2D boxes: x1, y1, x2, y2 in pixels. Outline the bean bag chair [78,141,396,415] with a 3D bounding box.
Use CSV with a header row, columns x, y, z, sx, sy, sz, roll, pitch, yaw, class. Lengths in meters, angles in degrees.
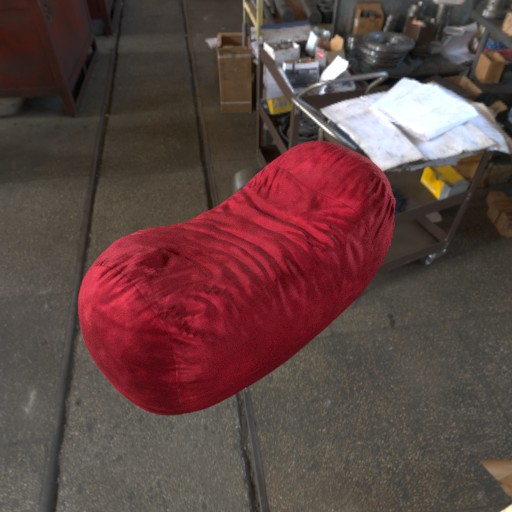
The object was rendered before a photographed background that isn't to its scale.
x,y,z,sx,sy,sz,roll,pitch,yaw,class
0.000,0.000,2.881,2.293,0.867,1.216,-34,55,-28,bean bag chair
